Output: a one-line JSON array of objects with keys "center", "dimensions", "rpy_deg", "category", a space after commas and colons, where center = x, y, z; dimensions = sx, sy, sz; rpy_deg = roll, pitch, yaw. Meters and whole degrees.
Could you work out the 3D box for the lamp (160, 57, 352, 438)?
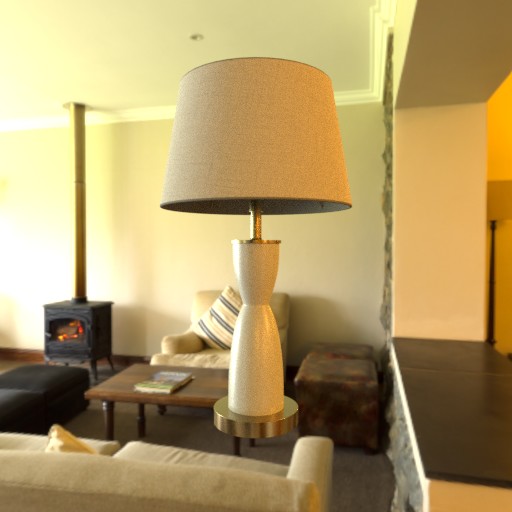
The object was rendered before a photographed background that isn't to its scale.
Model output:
[{"center": [0.000, 0.000, 0.729], "dimensions": [0.309, 0.545, 0.309], "rpy_deg": [0, 1, 0], "category": "lamp"}]
